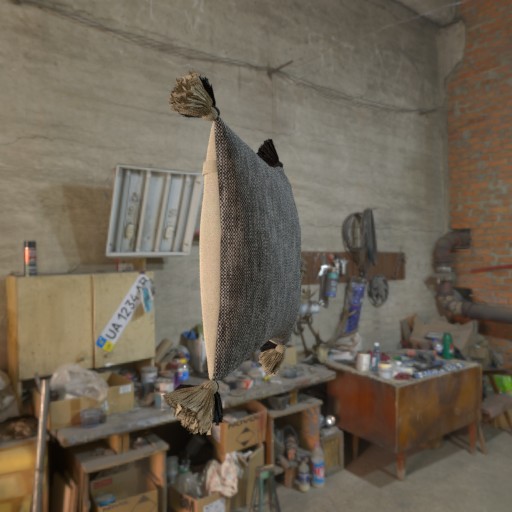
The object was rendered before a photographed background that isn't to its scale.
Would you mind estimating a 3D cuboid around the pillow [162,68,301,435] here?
[{"bbox_3d":[0.000,0.000,1.005,0.170,0.659,0.654,0,-1,18],"label":"pillow"}]
